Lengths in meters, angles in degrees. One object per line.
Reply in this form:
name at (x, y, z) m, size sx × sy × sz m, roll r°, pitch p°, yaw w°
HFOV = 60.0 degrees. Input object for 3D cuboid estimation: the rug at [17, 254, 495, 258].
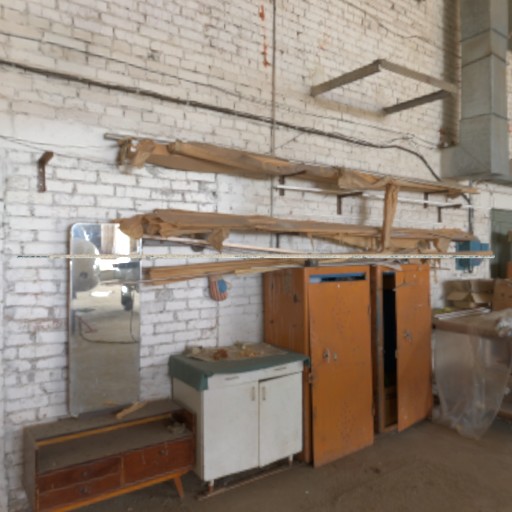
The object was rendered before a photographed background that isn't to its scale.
rug at (0.000, 0.000, 2.633) m, size 2.434 × 0.013 × 0.770 m, roll 0°, pitch 1°, yaw 0°
